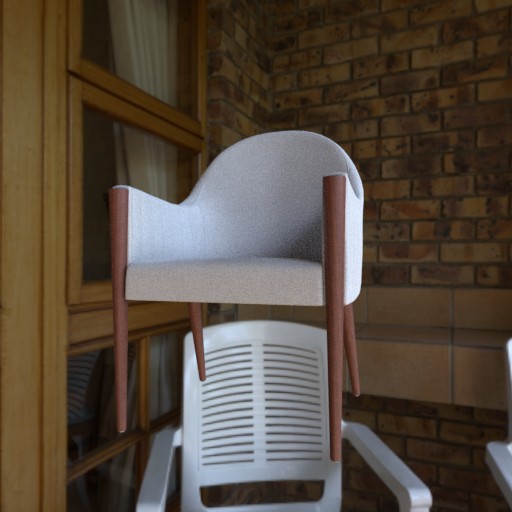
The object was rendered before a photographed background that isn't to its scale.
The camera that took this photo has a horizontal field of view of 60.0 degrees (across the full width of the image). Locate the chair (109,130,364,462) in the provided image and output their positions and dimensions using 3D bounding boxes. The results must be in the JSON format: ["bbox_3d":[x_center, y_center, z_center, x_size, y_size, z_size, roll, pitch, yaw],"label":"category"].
[{"bbox_3d":[0.000,0.000,1.300,0.610,0.889,0.620,0,-1,18],"label":"chair"}]
